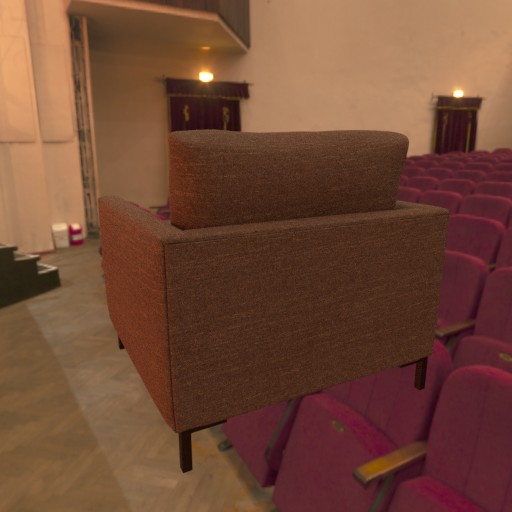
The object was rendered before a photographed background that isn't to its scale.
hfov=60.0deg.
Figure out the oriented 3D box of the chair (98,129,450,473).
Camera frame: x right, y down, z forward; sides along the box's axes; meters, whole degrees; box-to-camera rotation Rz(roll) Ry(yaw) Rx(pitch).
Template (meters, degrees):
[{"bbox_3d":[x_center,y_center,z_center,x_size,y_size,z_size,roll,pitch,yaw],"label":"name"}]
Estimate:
[{"bbox_3d":[0.000,0.000,1.550,0.940,0.841,0.845,-7,16,-27],"label":"chair"}]
